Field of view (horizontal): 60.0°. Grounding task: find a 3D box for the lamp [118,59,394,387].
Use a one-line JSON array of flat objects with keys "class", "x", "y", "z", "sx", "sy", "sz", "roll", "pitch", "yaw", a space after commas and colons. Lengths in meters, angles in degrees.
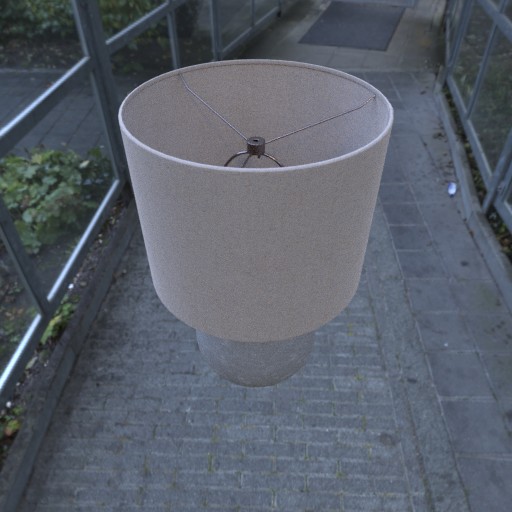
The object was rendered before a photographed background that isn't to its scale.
[{"class": "lamp", "x": 0.000, "y": 0.000, "z": 0.577, "sx": 0.269, "sy": 0.409, "sz": 0.269, "roll": 11, "pitch": 42, "yaw": 12}]
